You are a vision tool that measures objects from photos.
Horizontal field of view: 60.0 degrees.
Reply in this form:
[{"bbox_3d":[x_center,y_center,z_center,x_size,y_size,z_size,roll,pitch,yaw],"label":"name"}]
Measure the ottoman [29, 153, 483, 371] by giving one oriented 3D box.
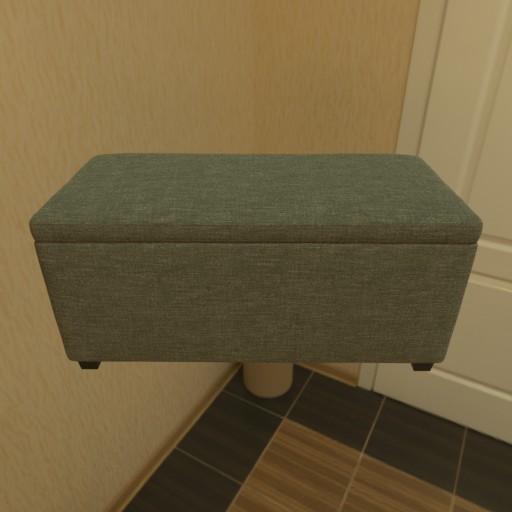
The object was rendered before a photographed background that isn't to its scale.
[{"bbox_3d":[0.000,0.000,1.112,0.902,0.432,0.419,0,31,0],"label":"ottoman"}]
